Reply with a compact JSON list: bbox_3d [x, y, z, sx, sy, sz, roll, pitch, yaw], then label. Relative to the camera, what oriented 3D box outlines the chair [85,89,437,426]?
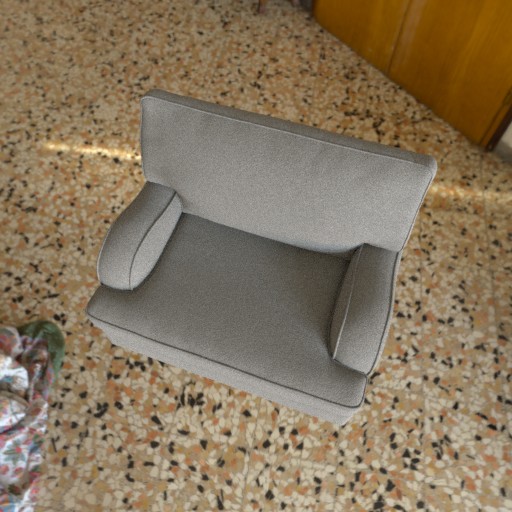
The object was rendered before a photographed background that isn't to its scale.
[{"bbox_3d":[0.000,0.000,1.982,1.220,1.016,1.040,17,61,10],"label":"chair"}]
